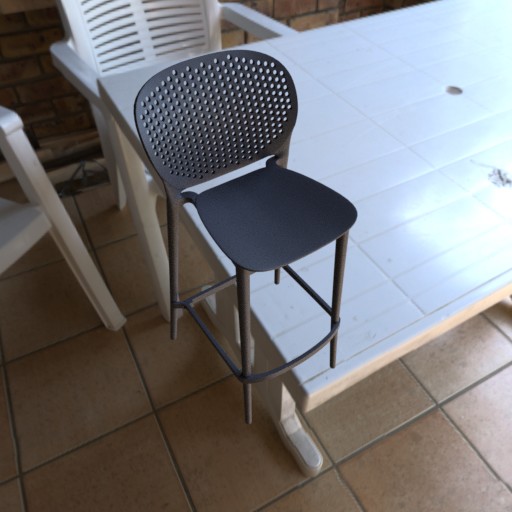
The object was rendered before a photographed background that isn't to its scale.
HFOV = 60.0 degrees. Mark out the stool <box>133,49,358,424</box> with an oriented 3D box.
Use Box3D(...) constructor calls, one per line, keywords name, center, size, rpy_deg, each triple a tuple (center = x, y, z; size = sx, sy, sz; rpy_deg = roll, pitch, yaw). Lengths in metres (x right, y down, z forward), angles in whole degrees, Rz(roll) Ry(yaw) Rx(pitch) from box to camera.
Box3D(name="stool", center=(0.000, 0.000, 1.376), size=(0.536, 1.045, 0.535), rpy_deg=(-26, 52, -22))
